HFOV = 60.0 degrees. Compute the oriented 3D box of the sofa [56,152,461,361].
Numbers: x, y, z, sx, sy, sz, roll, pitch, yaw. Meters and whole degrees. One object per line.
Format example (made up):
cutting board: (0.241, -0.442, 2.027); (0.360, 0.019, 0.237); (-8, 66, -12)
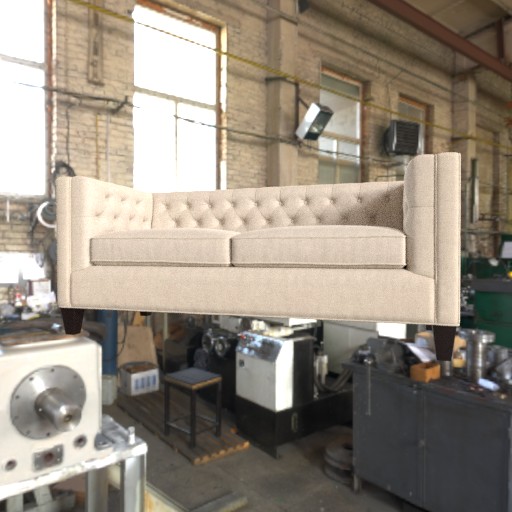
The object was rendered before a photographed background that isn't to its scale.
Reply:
sofa: (0.000, 0.000, 2.215); (1.778, 0.762, 0.775); (0, 1, 18)
